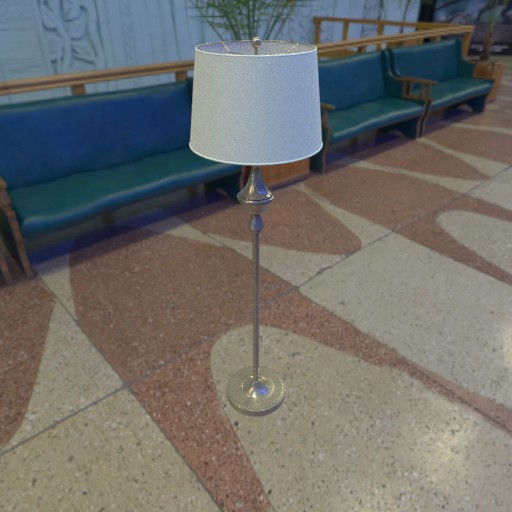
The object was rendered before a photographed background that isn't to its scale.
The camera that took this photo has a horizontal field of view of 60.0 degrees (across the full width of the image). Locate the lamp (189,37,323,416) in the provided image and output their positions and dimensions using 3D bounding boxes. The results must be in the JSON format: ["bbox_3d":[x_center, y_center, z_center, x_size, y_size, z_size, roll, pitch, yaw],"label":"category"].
[{"bbox_3d":[0.000,0.000,1.671,0.431,1.488,0.431,0,32,0],"label":"lamp"}]
